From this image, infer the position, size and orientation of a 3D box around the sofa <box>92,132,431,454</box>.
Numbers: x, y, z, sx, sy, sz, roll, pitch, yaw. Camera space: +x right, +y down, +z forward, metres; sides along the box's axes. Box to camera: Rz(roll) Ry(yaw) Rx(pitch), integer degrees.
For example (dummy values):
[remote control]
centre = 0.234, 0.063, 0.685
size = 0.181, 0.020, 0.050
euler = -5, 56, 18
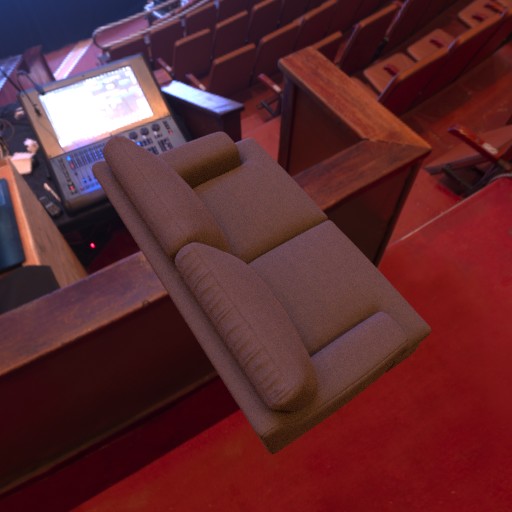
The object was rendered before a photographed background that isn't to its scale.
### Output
[sofa]
centre = 0.000, 0.000, 2.594
size = 1.140, 0.950, 1.869
euler = -29, 62, -17
